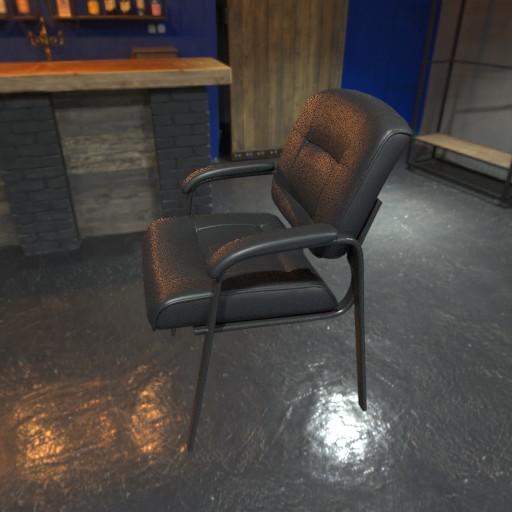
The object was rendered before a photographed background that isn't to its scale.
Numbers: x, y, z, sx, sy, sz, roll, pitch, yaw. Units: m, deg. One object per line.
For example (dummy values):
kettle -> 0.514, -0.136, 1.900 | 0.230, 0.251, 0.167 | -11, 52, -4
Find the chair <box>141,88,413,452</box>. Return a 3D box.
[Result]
chair -> 0.000, 0.000, 1.331 | 0.668, 0.910, 0.591 | -7, 31, -13
